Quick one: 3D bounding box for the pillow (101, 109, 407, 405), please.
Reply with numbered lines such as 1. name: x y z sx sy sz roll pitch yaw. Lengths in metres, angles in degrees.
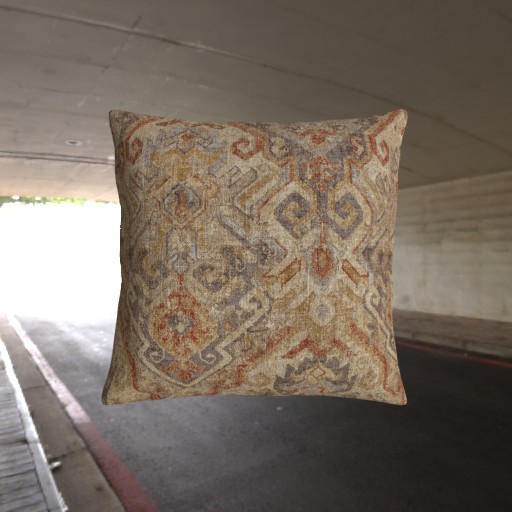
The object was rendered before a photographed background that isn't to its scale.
1. pillow: 0.000 0.000 0.760 0.523 0.506 0.166 0 0 0
